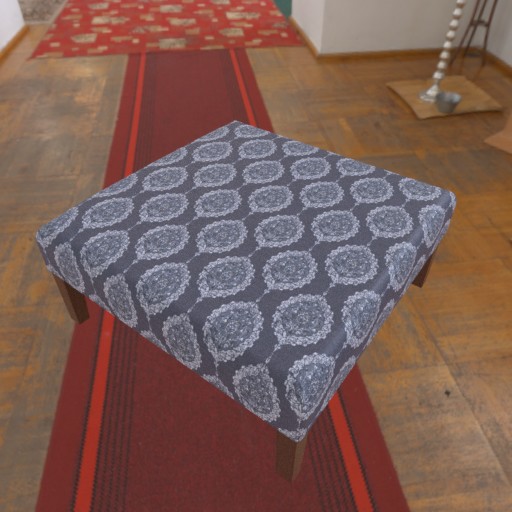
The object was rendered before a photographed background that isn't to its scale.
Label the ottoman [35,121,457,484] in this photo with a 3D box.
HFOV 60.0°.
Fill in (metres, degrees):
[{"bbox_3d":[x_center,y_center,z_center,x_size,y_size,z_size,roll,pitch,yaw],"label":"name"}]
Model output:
[{"bbox_3d":[0.000,0.000,1.391,0.889,0.409,0.890,26,48,27],"label":"ottoman"}]
